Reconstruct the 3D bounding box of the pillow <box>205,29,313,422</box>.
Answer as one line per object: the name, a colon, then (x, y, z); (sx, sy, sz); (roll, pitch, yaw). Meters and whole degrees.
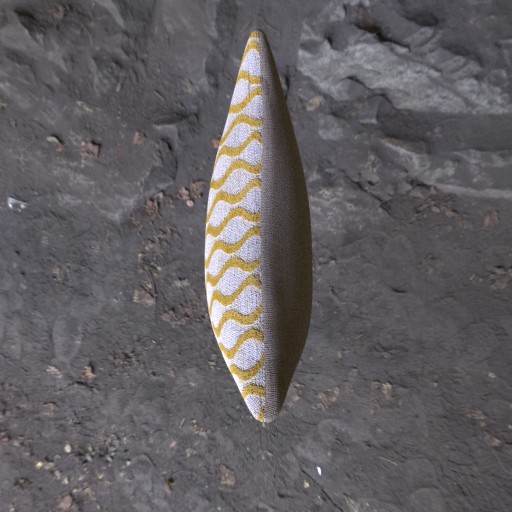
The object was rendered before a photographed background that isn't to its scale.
pillow: (0.000, 0.000, 0.660); (0.159, 0.436, 0.429); (-2, 76, -1)
